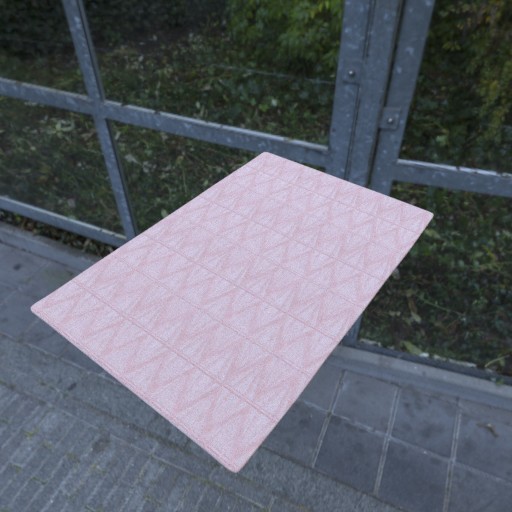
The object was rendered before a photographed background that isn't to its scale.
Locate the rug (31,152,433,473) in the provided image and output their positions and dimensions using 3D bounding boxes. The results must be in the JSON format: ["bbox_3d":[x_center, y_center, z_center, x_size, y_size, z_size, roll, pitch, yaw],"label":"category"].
[{"bbox_3d":[0.000,0.000,2.998,1.609,0.015,2.390,27,48,27],"label":"rug"}]
